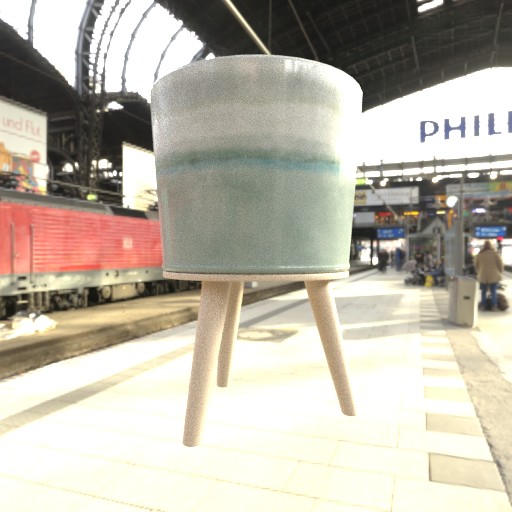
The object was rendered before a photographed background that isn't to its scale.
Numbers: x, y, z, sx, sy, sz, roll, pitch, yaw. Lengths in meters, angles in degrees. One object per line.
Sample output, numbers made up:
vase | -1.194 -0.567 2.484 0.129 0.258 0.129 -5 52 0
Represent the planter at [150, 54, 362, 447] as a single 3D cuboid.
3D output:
planter | 0.000 0.000 0.570 0.265 0.404 0.265 0 0 18
